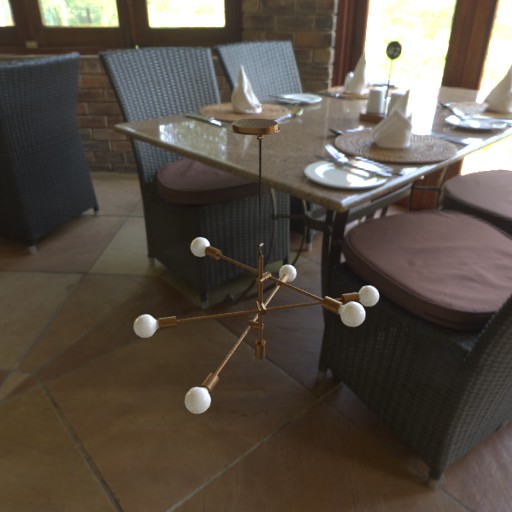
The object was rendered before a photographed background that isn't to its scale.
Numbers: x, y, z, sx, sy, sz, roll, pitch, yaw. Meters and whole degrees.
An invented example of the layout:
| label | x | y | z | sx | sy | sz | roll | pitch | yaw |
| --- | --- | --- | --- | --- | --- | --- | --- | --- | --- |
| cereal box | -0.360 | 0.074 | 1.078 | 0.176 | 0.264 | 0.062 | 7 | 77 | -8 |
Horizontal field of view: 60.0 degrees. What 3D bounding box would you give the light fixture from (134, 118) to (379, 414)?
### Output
| label | x | y | z | sx | sy | sz | roll | pitch | yaw |
| --- | --- | --- | --- | --- | --- | --- | --- | --- | --- |
| light fixture | 0.000 | 0.000 | 1.263 | 0.682 | 0.744 | 0.637 | -21 | 35 | -33 |
